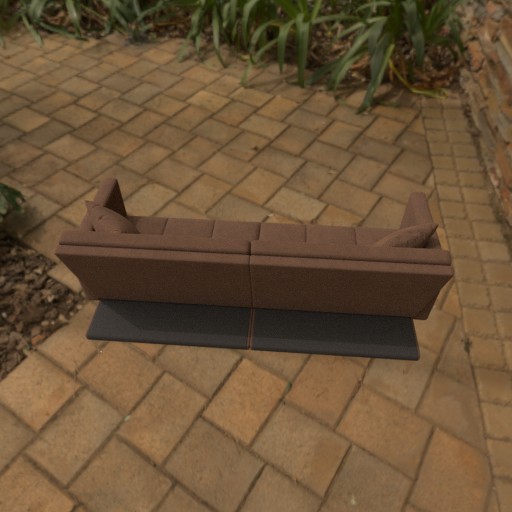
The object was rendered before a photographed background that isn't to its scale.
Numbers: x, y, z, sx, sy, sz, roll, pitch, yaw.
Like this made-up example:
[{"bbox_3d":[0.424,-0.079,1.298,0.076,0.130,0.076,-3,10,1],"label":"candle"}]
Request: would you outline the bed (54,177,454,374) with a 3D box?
[{"bbox_3d":[0.000,0.000,2.417,1.905,0.787,0.889,3,46,3],"label":"bed"}]
